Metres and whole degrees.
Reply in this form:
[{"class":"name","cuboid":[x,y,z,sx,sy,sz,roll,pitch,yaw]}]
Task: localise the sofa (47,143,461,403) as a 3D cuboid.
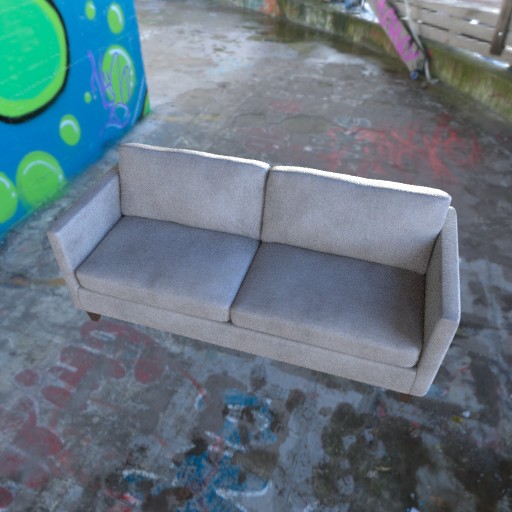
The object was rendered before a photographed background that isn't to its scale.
[{"class":"sofa","cuboid":[0.000,0.000,2.708,2.208,0.965,0.951,12,43,13]}]
